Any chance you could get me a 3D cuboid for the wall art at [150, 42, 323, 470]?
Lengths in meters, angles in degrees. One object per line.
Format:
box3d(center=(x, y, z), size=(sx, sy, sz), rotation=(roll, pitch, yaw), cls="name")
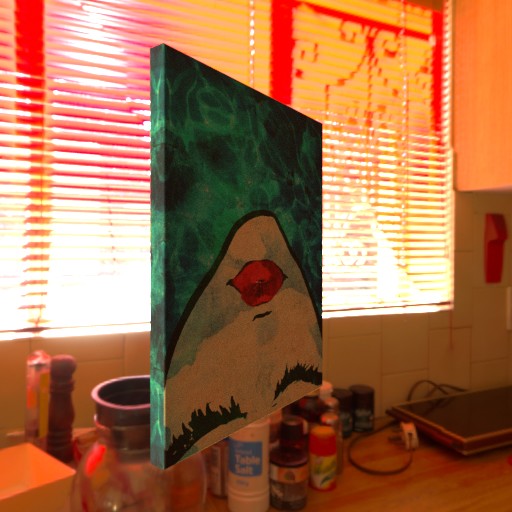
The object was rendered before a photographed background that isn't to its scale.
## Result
box3d(center=(0.000, 0.000, 1.045), size=(0.038, 0.760, 0.609), rotation=(0, 1, 36), cls="wall art")
